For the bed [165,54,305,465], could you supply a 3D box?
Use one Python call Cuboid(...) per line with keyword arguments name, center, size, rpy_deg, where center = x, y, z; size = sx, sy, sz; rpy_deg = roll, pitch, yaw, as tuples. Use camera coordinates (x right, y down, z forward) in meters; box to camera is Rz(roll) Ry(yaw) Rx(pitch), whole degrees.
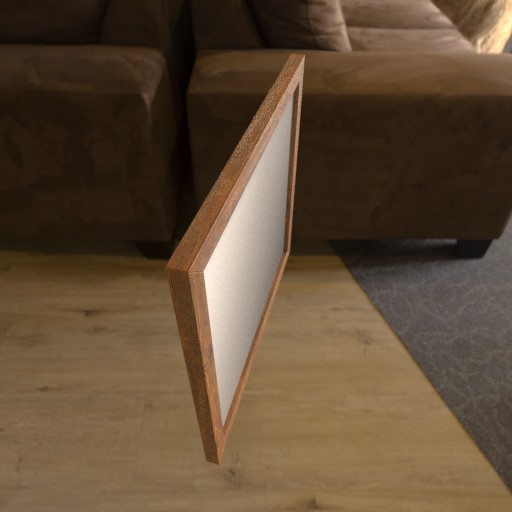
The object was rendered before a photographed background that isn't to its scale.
Cuboid(name="bed", center=(0.000, 0.000, 1.492), size=(0.046, 0.942, 1.046), rpy_deg=(12, 46, 11))
